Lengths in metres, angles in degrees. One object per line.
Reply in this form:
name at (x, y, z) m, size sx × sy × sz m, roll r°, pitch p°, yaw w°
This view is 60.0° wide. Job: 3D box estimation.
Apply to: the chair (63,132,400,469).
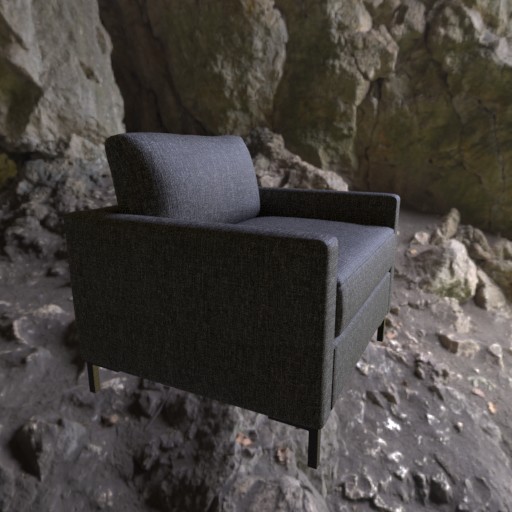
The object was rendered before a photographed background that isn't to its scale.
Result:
chair at (0.000, 0.000, 1.609) m, size 0.866 × 0.861 × 0.963 m, roll 7°, pitch 17°, yaw 26°
